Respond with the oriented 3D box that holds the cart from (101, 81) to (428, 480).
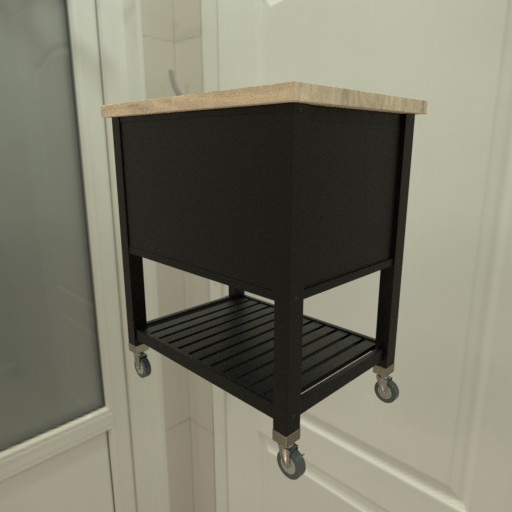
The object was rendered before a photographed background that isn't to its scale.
[{"bbox_3d":[0.000,0.000,1.408,0.797,0.920,0.567,14,20,43],"label":"cart"}]
